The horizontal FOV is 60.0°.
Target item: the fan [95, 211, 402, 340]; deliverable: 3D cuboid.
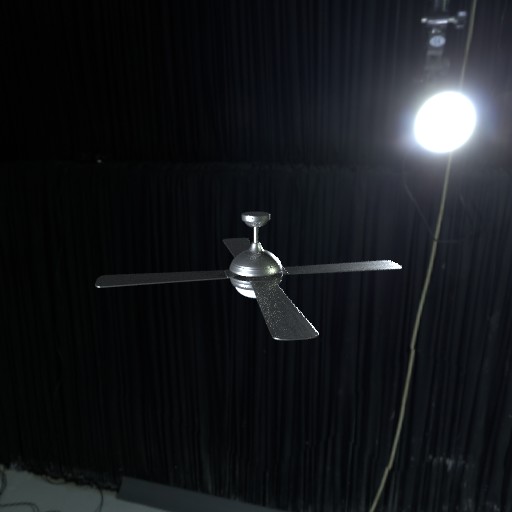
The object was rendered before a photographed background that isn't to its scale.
[{"bbox_3d":[0.000,0.000,1.990,1.321,0.381,1.321,3,16,10],"label":"fan"}]
